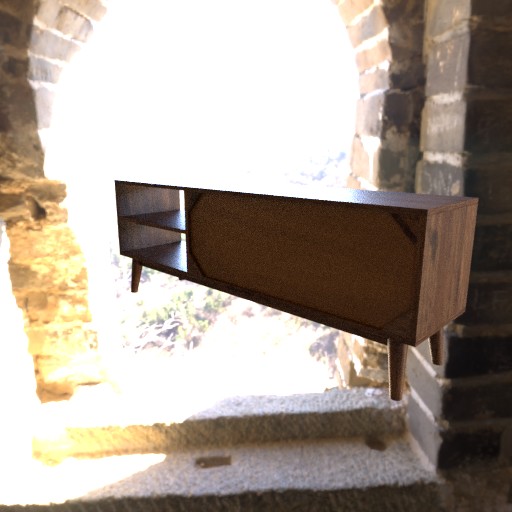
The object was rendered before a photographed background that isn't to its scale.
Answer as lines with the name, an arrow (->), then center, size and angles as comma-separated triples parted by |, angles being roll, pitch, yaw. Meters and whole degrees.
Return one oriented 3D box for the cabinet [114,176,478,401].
cabinet -> 0.000, 0.000, 1.708 | 1.448, 0.528, 0.349 | 13, 19, 42
